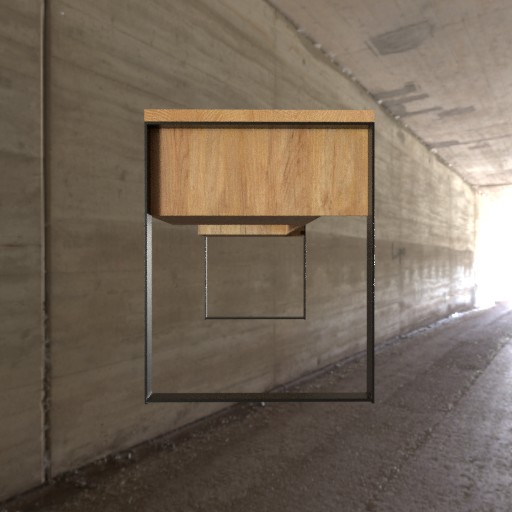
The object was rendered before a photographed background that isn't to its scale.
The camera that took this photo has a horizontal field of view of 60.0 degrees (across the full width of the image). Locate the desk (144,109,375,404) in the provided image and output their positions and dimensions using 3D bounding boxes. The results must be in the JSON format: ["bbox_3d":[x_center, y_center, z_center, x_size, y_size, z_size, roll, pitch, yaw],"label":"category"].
[{"bbox_3d":[0.000,0.000,1.905,0.600,0.760,1.520,0,0,-1],"label":"desk"}]
